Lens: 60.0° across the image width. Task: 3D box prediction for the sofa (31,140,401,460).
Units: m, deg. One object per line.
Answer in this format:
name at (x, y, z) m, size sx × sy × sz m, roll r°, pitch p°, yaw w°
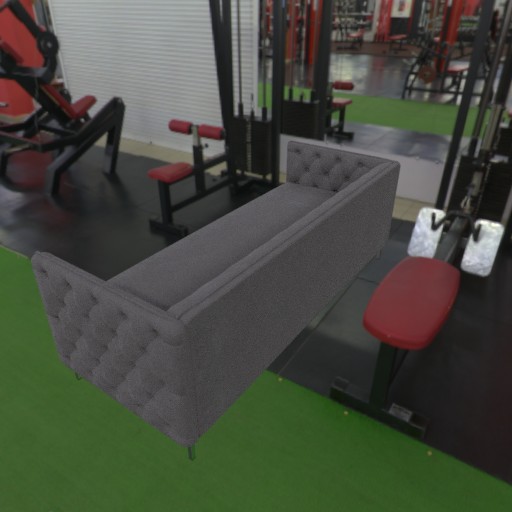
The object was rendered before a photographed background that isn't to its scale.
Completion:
sofa at (0.000, 0.000, 2.630) m, size 0.895 × 0.771 × 2.209 m, roll 20°, pitch 36°, yaw 30°
